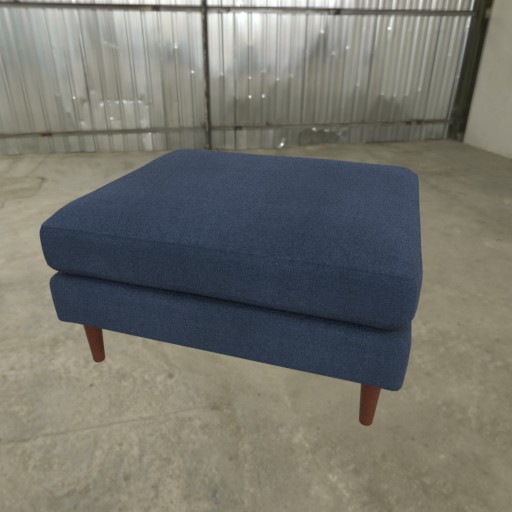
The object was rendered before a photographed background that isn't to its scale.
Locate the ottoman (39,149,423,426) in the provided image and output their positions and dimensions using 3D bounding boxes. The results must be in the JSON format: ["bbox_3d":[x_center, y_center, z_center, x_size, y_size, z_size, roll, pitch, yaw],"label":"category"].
[{"bbox_3d":[0.000,0.000,1.231,0.821,0.474,0.693,8,28,16],"label":"ottoman"}]
